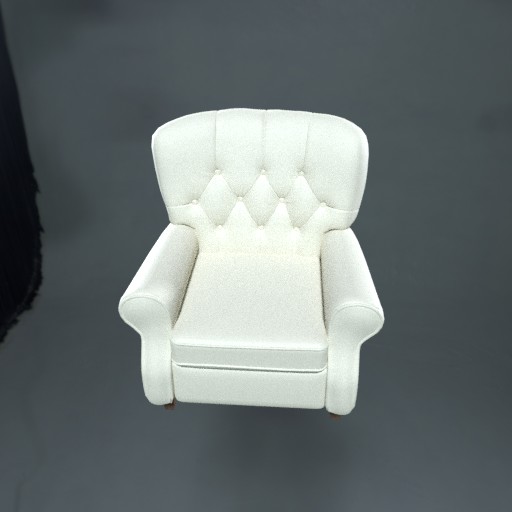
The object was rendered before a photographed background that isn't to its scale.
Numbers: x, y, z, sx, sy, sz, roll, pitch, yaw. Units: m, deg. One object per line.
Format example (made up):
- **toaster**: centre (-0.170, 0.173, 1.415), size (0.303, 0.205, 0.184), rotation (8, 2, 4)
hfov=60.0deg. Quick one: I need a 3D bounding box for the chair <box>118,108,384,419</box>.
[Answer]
- **chair**: centre (0.000, 0.000, 2.111), size (1.035, 1.169, 1.132), rotation (2, 31, 3)
